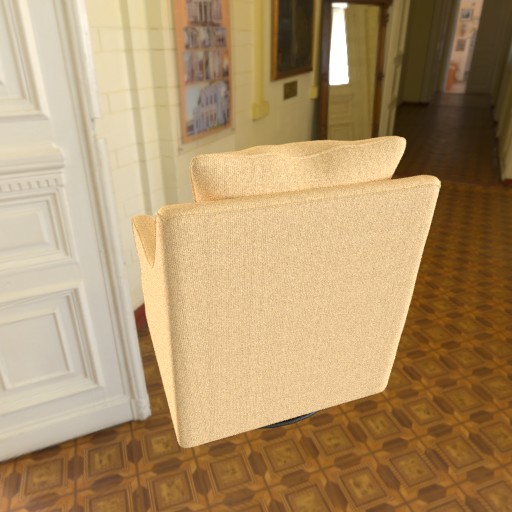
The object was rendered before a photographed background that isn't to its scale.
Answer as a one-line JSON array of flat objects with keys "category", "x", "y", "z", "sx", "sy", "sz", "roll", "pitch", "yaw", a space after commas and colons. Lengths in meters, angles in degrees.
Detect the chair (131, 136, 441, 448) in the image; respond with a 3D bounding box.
[{"category": "chair", "x": 0.000, "y": 0.000, "z": 1.560, "sx": 0.760, "sy": 0.927, "sz": 0.876, "roll": -9, "pitch": 28, "yaw": -18}]
